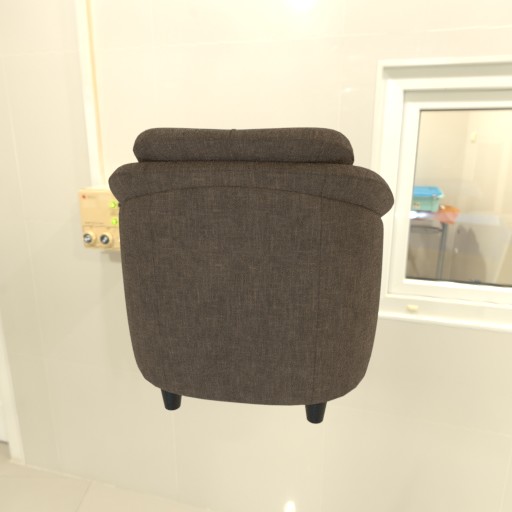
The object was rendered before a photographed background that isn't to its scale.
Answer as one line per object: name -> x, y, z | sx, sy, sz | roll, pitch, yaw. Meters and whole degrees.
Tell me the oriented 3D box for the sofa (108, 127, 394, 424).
sofa -> 0.000, 0.000, 1.471 | 0.870, 0.811, 0.794 | 2, 16, 8
